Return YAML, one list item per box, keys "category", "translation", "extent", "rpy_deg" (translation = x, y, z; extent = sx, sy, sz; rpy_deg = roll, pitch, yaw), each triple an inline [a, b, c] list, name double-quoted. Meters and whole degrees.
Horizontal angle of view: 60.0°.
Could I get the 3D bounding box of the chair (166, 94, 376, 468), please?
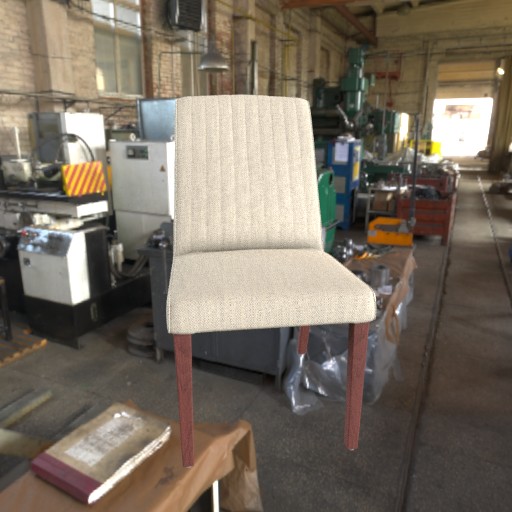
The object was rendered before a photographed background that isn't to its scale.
- category: "chair"
  translation: [0.000, 0.000, 1.248]
  extent: [0.480, 0.900, 0.594]
  rpy_deg: [-2, 15, -8]
